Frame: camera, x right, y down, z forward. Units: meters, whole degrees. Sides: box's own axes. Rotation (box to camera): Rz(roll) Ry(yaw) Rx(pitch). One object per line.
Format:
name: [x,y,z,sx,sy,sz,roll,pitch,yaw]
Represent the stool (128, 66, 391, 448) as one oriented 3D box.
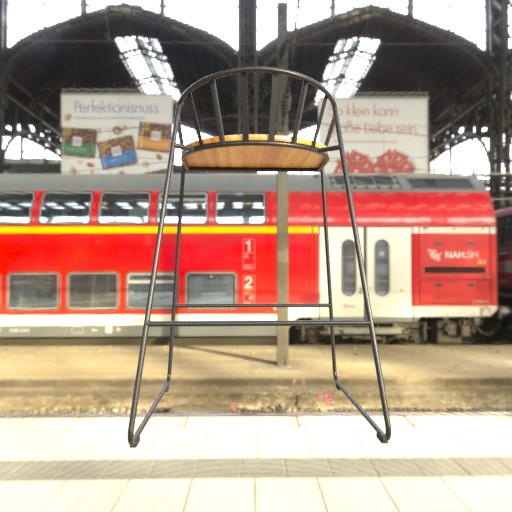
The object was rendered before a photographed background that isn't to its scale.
stool: [0.000,0.000,1.170,0.546,0.812,0.521,0,-1,-2]
